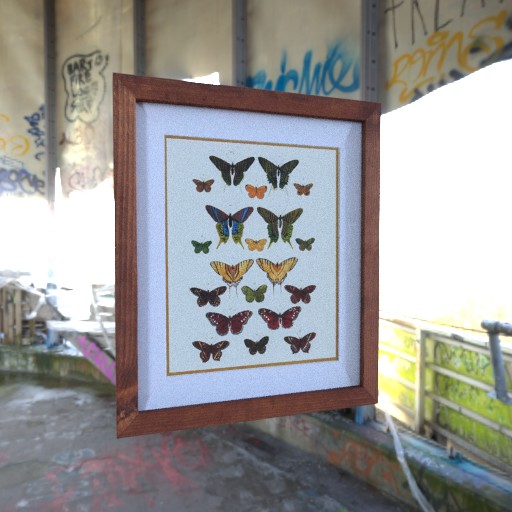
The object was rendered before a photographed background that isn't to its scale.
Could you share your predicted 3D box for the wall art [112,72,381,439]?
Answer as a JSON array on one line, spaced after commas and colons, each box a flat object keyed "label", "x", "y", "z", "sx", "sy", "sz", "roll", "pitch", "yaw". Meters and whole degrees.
[{"label": "wall art", "x": 0.000, "y": 0.000, "z": 0.621, "sx": 0.377, "sy": 0.449, "sz": 0.039, "roll": -1, "pitch": 2, "yaw": -18}]
